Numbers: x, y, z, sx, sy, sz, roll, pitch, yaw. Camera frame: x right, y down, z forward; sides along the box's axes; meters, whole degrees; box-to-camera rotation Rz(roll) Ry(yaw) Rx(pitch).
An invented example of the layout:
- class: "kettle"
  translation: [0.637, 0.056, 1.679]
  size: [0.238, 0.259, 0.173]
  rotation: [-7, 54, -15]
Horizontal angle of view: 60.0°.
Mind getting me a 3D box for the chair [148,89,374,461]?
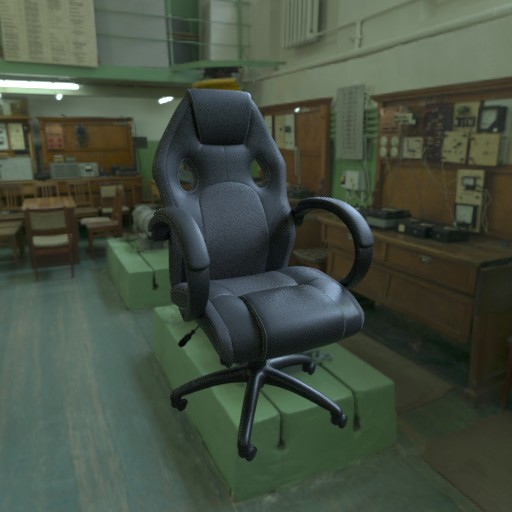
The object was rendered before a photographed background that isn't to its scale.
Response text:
- class: "chair"
  translation: [0.000, 0.000, 1.599]
  size: [0.673, 1.187, 0.724]
  rotation: [-7, 16, -26]
